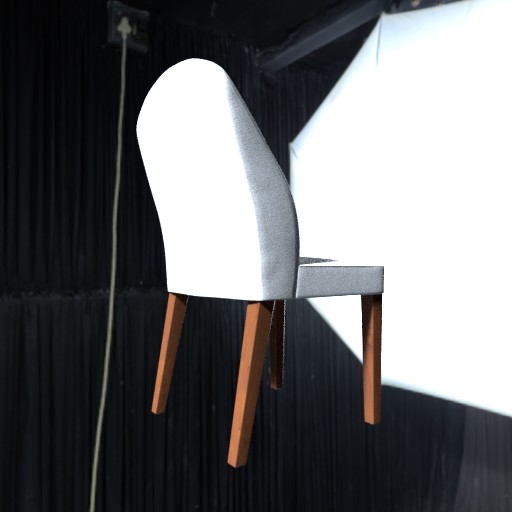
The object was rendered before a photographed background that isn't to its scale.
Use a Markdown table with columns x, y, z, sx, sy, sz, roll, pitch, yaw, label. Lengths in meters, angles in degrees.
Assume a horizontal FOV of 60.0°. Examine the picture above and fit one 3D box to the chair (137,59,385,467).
| x | y | z | sx | sy | sz | roll | pitch | yaw | label |
| --- | --- | --- | --- | --- | --- | --- | --- | --- | --- |
| 0.000 | 0.000 | 1.217 | 0.540 | 0.893 | 0.472 | 1 | -2 | -36 | chair |
